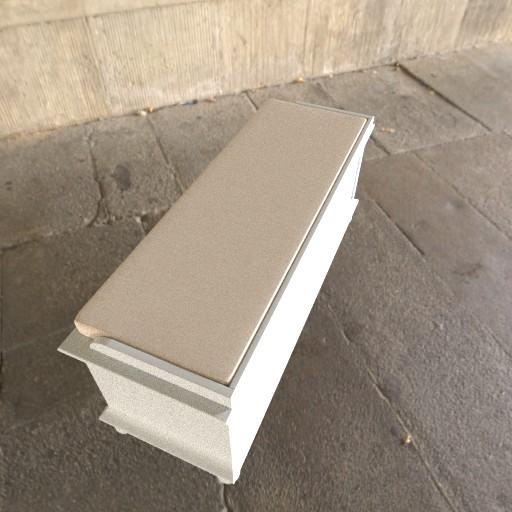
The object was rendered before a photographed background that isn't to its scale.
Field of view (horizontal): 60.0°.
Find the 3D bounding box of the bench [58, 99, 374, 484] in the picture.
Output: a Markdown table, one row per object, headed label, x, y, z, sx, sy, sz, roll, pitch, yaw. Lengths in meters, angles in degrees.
| label | x | y | z | sx | sy | sz | roll | pitch | yaw |
| --- | --- | --- | --- | --- | --- | --- | --- | --- | --- |
| bench | 0.000 | 0.000 | 1.400 | 0.402 | 0.486 | 1.185 | 18 | 49 | 16 |
